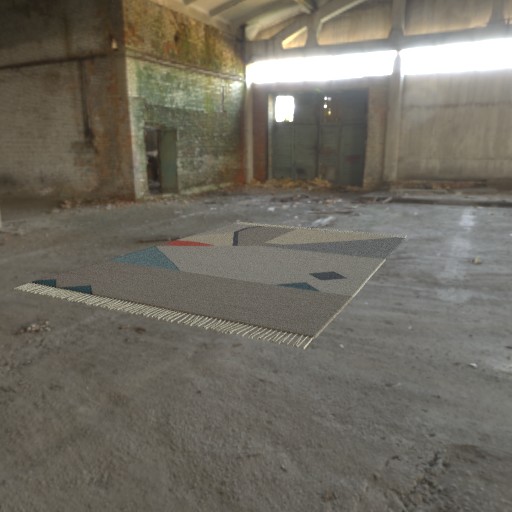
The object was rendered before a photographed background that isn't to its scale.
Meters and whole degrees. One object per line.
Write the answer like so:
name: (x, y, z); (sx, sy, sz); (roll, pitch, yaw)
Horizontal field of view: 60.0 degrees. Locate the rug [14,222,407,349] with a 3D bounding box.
rug: (0.000, 0.000, 2.254); (1.220, 0.005, 1.828); (7, 15, 26)
